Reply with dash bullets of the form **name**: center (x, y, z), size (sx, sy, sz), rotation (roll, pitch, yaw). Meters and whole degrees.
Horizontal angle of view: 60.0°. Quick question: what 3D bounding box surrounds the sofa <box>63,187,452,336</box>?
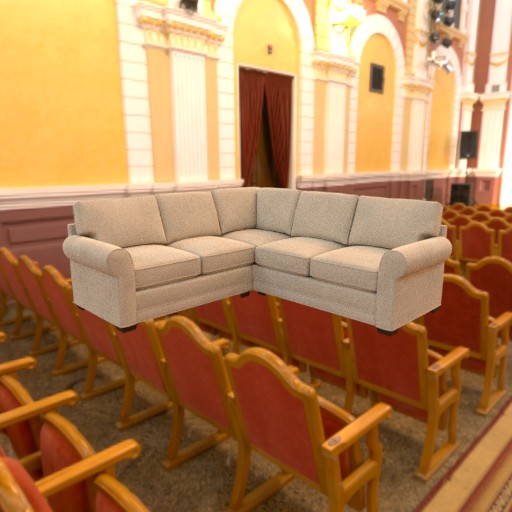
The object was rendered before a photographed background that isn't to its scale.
- **sofa**: center (0.000, 0.000, 3.988), size (2.487, 1.054, 2.569), rotation (-12, 17, -44)
